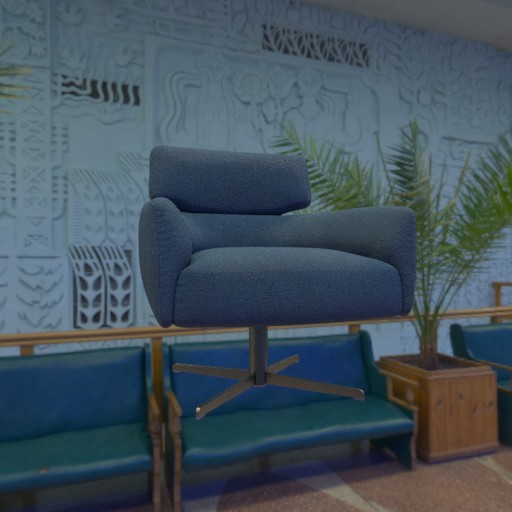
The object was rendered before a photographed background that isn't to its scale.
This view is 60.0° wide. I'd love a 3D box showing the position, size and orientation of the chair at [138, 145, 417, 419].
[{"bbox_3d":[0.000,0.000,1.427,0.738,0.813,0.761,0,0,-18],"label":"chair"}]
